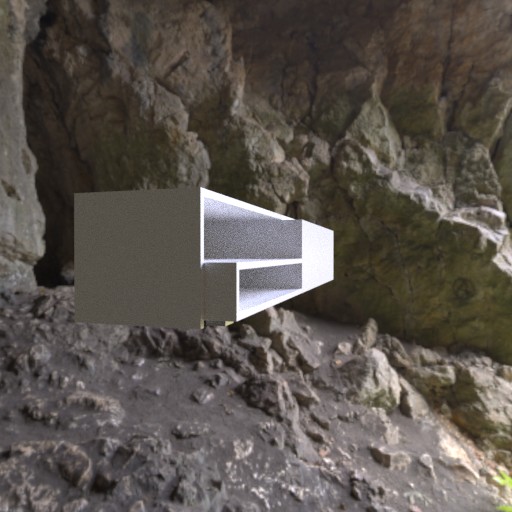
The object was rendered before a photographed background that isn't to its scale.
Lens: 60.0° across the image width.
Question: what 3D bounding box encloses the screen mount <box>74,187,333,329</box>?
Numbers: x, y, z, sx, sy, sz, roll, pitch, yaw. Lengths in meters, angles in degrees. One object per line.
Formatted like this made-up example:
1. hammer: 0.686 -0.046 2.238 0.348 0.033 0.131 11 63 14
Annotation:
1. screen mount: 0.000 0.000 1.837 0.420 0.320 1.680 0 0 17
